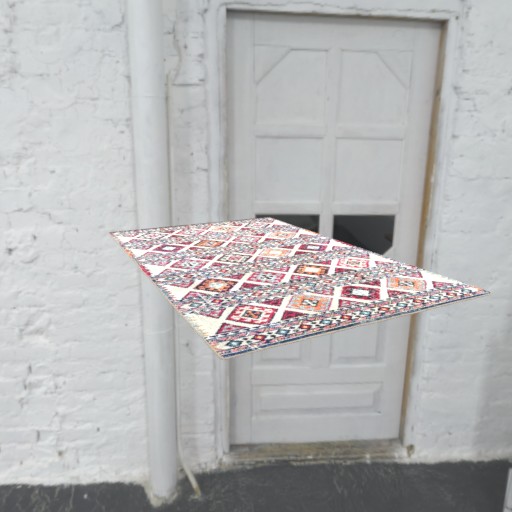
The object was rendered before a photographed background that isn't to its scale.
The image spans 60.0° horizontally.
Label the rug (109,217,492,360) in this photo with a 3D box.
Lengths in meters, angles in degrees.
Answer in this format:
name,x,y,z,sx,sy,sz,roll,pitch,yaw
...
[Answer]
name,x,y,z,sx,sy,sz,roll,pitch,yaw
rug,0.000,0.000,3.014,1.545,0.010,2.440,-8,17,-26
